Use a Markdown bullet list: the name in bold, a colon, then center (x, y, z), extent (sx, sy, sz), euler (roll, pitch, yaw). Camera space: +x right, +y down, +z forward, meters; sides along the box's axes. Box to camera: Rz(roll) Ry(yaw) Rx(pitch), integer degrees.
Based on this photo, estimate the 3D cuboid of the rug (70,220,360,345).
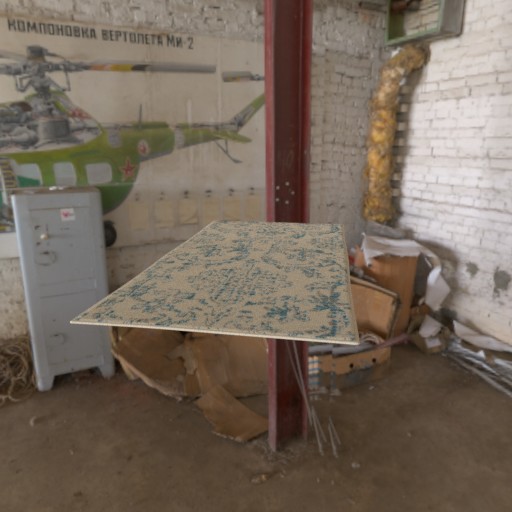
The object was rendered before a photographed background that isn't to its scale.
- **rug**: center (0.000, 0.000, 1.472), extent (0.605, 0.007, 1.220), euler (2, 15, 9)
